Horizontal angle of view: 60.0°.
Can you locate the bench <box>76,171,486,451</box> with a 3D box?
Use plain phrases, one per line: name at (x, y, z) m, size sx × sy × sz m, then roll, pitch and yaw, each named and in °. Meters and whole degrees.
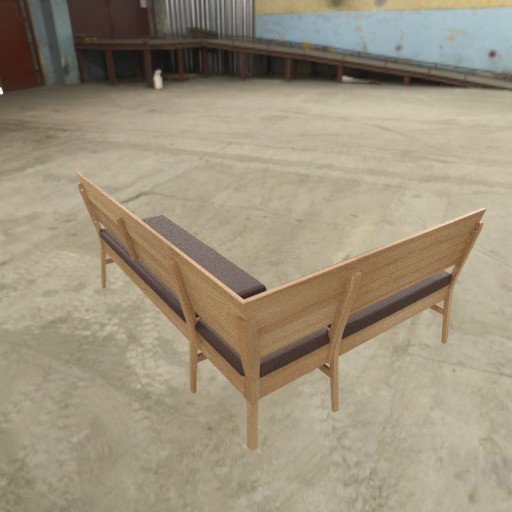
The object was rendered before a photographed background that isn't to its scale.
bench at (0.000, 0.000, 2.805) m, size 1.549 × 0.890 × 1.975 m, roll -19°, pitch 32°, yaw -32°
